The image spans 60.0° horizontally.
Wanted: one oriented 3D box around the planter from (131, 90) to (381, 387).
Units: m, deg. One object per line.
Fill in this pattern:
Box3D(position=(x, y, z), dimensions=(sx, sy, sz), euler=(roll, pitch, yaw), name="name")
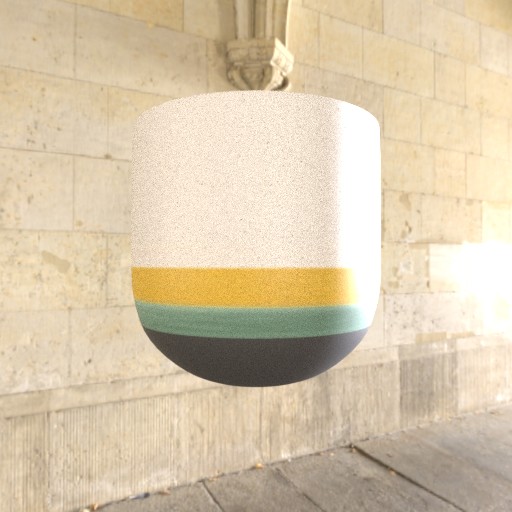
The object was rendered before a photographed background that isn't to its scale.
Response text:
Box3D(position=(0.000, 0.000, 0.495), dimensions=(0.268, 0.270, 0.268), euler=(0, -1, 0), name="planter")
